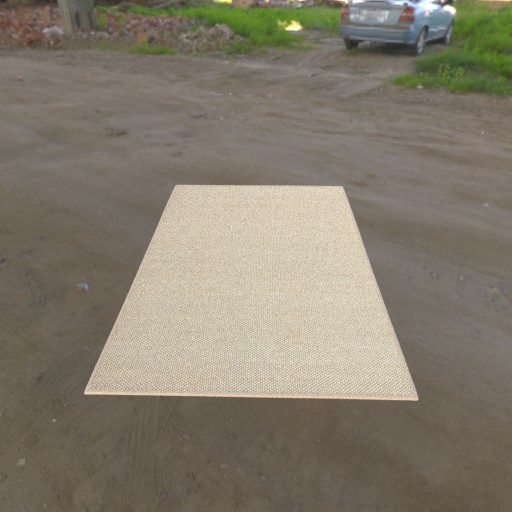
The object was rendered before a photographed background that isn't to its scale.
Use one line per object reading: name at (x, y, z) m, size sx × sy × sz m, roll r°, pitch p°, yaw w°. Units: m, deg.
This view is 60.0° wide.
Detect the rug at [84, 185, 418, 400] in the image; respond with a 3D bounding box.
rug at (0.000, 0.000, 2.111) m, size 1.067 × 0.013 × 1.676 m, roll 1°, pitch 32°, yaw 1°
